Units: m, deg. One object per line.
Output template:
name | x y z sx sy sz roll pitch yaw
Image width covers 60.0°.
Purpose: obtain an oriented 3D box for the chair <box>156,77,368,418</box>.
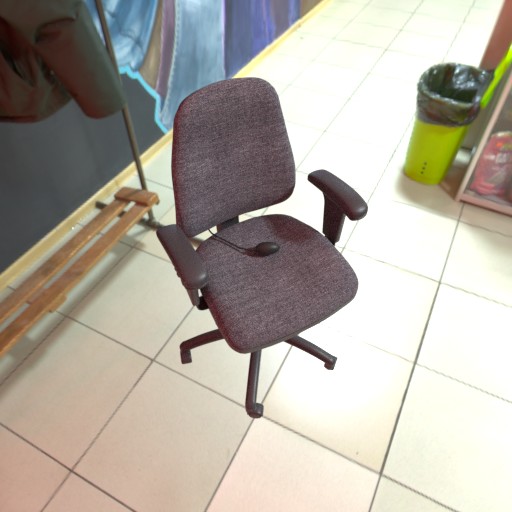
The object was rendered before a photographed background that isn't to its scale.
chair | 0.000 0.000 1.276 0.550 0.910 0.530 -23 52 -20
